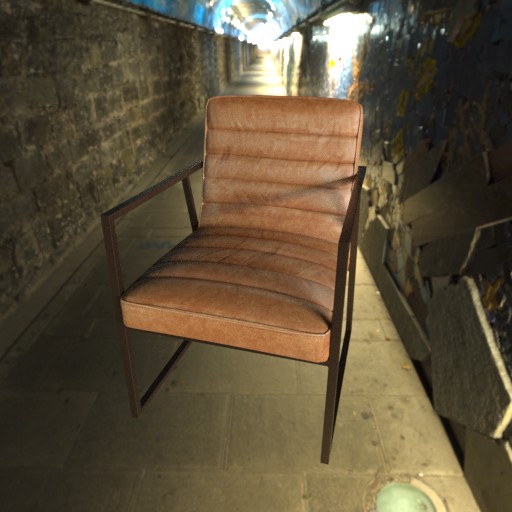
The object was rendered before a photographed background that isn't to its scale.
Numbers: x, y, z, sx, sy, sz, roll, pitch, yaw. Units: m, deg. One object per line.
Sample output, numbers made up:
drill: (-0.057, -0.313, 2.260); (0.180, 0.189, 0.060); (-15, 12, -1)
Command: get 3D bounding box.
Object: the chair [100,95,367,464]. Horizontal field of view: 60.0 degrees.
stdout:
chair: (0.000, 0.000, 1.294); (0.571, 0.832, 0.677); (7, 27, 15)
